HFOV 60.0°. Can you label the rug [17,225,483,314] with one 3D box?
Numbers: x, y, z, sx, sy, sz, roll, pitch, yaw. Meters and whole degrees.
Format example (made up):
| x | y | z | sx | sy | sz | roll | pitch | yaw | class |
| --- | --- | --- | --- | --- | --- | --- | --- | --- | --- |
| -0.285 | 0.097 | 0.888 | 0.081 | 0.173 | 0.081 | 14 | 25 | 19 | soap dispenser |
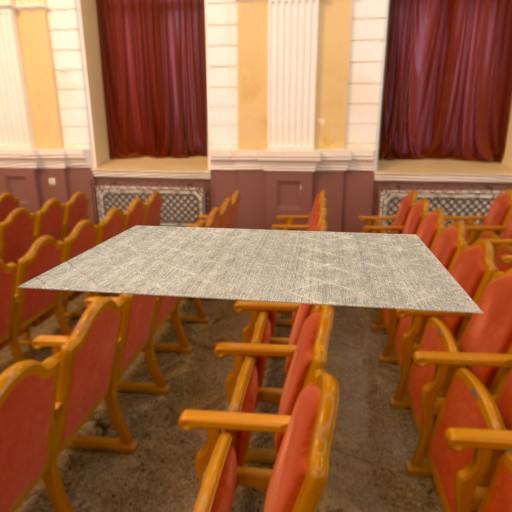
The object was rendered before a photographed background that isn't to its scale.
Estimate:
| x | y | z | sx | sy | sz | roll | pitch | yaw | class |
| --- | --- | --- | --- | --- | --- | --- | --- | --- | --- |
| 0.000 | 0.000 | 2.866 | 2.283 | 0.006 | 1.521 | 2 | 16 | 8 | rug |
